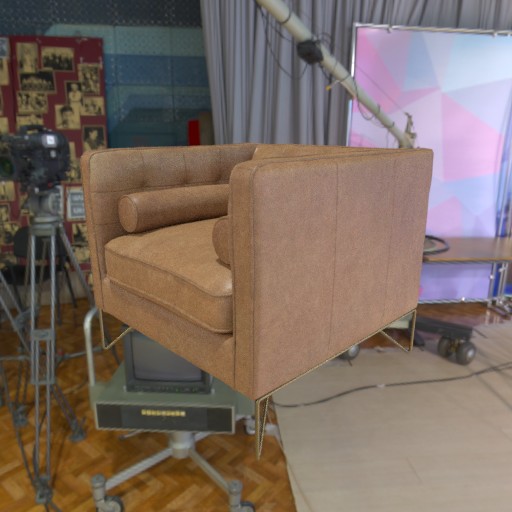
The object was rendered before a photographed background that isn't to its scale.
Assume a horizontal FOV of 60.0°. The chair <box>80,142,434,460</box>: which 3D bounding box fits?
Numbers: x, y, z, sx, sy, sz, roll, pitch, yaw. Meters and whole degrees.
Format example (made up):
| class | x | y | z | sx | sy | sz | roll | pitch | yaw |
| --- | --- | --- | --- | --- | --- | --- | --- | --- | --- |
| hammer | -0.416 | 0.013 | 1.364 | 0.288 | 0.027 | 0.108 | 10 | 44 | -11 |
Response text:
| class | x | y | z | sx | sy | sz | roll | pitch | yaw |
| --- | --- | --- | --- | --- | --- | --- | --- | --- | --- |
| chair | 0.000 | 0.000 | 1.670 | 0.912 | 0.797 | 0.920 | -15 | 22 | -42 |
